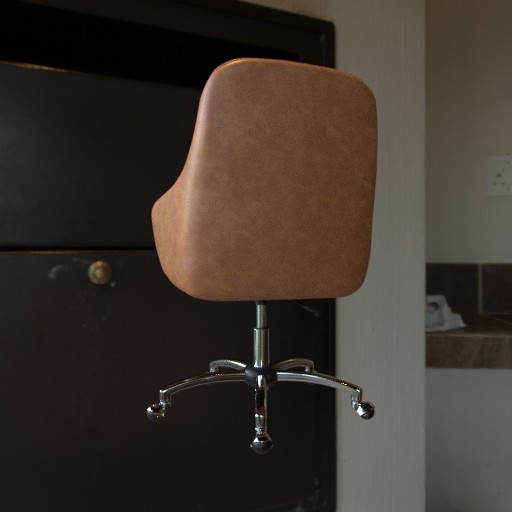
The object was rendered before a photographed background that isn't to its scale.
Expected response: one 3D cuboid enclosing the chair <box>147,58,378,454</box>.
[{"bbox_3d":[0.000,0.000,1.309,0.628,0.909,0.615,0,0,-18],"label":"chair"}]
